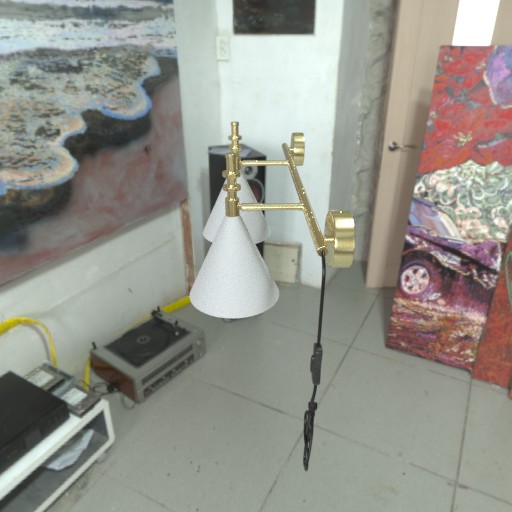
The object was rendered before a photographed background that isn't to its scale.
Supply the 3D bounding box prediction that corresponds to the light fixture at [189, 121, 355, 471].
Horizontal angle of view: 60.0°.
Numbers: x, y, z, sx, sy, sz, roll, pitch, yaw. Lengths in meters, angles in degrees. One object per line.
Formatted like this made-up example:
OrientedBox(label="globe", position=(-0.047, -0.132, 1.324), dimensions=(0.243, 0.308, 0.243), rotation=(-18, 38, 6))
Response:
OrientedBox(label="light fixture", position=(0.000, 0.000, 0.885), dimensions=(0.239, 0.468, 0.642), rotation=(-1, 26, -1))
